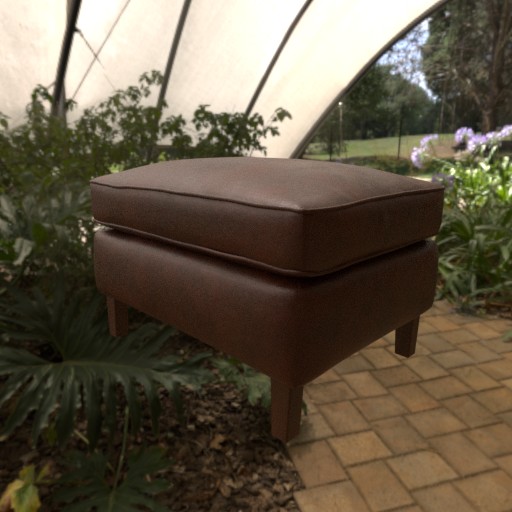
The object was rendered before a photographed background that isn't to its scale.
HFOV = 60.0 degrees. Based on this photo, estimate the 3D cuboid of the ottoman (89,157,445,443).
[{"bbox_3d":[0.000,0.000,0.997,0.501,0.432,0.665,-14,20,-43],"label":"ottoman"}]
